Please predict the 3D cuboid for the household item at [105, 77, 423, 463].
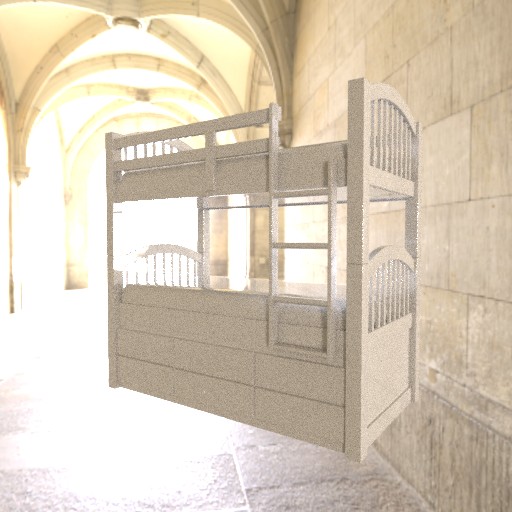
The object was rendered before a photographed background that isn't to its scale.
[{"bbox_3d":[0.000,0.000,3.229,2.032,2.032,1.143,2,3,35],"label":"household item"}]
